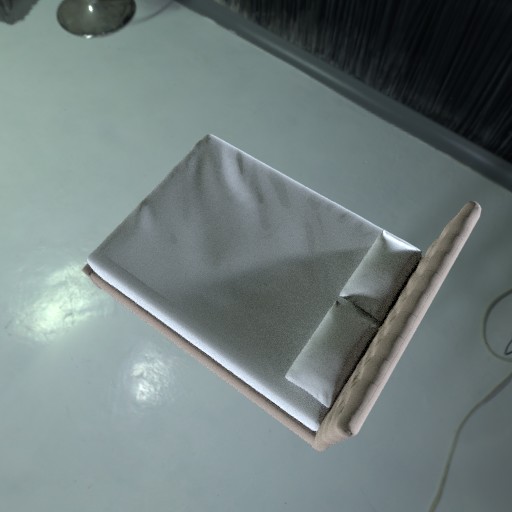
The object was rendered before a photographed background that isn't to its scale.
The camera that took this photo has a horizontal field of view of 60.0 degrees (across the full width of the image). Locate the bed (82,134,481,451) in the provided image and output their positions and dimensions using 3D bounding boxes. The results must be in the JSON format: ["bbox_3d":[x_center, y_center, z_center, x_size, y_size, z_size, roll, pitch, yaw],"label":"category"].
[{"bbox_3d":[0.000,0.000,3.434,2.387,1.427,1.698,32,68,15],"label":"bed"}]
